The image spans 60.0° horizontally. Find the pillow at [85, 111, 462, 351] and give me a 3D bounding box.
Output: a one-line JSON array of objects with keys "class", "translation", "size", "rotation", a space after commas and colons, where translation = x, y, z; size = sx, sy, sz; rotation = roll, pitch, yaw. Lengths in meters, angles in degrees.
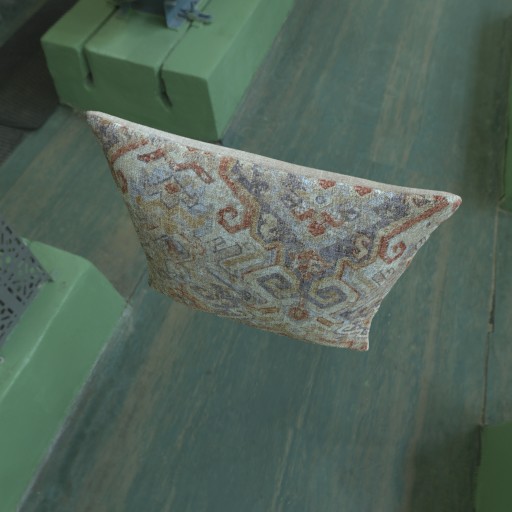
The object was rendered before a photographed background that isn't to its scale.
[{"class": "pillow", "translation": [0.000, 0.000, 0.791], "size": [0.523, 0.506, 0.166], "rotation": [15, 59, 9]}]
